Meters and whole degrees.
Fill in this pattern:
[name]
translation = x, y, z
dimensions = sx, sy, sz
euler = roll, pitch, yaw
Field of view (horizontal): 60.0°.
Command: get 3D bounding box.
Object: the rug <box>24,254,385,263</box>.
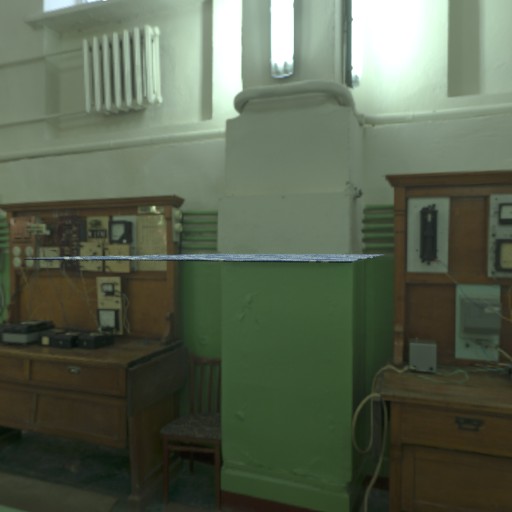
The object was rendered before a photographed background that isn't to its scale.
[rug]
translation = 0.000, 0.000, 2.199
dimensions = 1.153, 0.010, 1.755
euler = 0, 1, 19
